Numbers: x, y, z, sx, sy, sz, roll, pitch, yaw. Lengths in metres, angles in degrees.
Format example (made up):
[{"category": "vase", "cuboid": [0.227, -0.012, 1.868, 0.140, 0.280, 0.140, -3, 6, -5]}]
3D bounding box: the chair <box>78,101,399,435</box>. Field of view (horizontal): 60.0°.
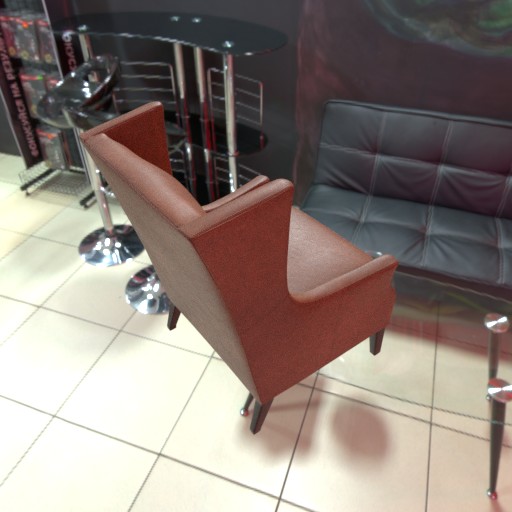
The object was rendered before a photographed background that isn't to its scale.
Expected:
[{"category": "chair", "cuboid": [0.000, 0.000, 1.733, 0.913, 1.088, 0.815, -26, 46, -28]}]
